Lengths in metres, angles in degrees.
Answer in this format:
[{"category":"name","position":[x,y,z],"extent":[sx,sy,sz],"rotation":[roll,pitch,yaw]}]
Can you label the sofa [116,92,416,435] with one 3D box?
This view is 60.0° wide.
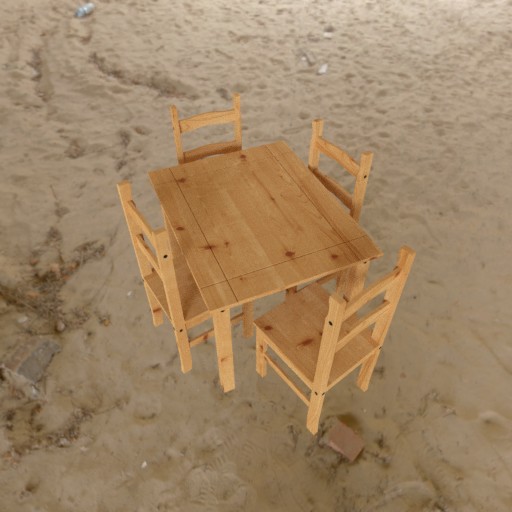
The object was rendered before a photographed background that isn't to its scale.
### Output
[{"category":"sofa","position":[0.000,0.000,2.267],"extent":[1.144,1.000,1.529],"rotation":[-17,48,-16]}]
